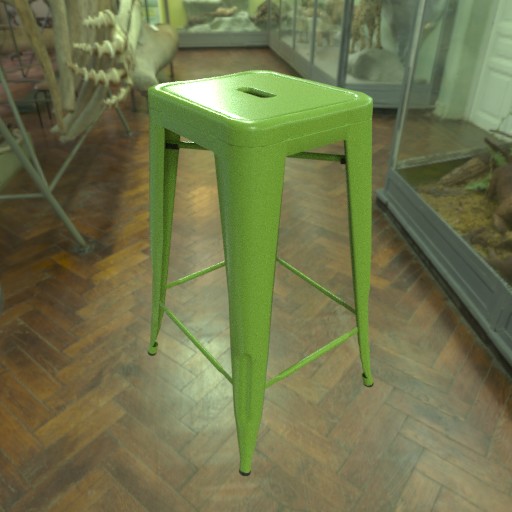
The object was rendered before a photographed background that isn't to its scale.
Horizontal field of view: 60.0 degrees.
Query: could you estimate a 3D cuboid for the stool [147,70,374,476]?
[{"bbox_3d":[0.000,0.000,0.851,0.358,0.609,0.398,-22,39,-30],"label":"stool"}]
